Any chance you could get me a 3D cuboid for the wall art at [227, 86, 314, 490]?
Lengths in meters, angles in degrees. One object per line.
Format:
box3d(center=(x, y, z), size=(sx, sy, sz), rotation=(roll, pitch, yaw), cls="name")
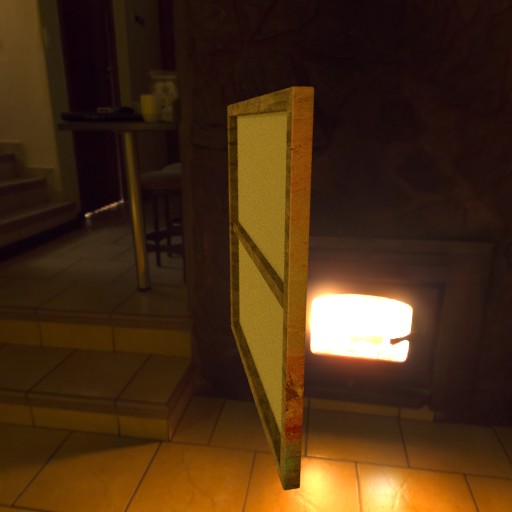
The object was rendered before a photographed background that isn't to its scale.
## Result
box3d(center=(0.000, 0.000, 1.119), size=(0.035, 0.747, 0.747), rotation=(-3, 17, -10), cls="wall art")
